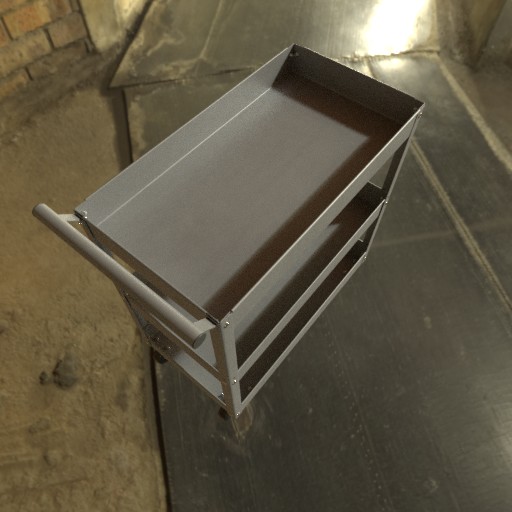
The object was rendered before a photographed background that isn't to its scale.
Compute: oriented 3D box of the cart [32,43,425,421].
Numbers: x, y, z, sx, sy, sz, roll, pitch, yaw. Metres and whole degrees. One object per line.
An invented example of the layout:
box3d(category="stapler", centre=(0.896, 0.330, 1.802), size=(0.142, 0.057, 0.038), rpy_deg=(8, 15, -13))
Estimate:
box3d(category="cart", centre=(0.000, 0.000, 1.137), size=(0.366, 0.780, 0.719), rpy_deg=(34, 63, 20))
